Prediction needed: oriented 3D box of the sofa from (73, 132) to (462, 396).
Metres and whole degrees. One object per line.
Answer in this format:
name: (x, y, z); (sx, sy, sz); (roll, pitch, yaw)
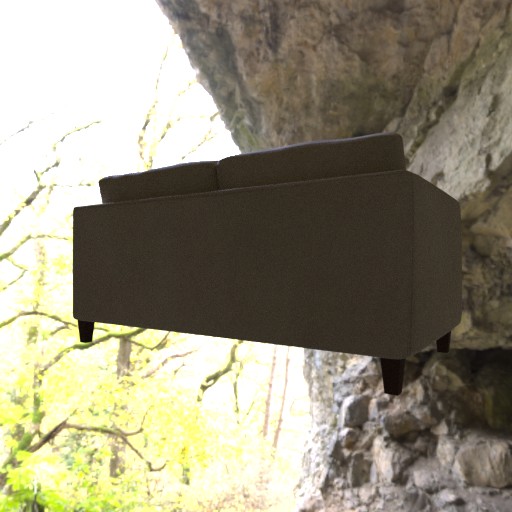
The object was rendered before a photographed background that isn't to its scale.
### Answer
sofa: (0.000, 0.000, 2.302); (1.846, 0.940, 0.950); (0, -1, 34)
